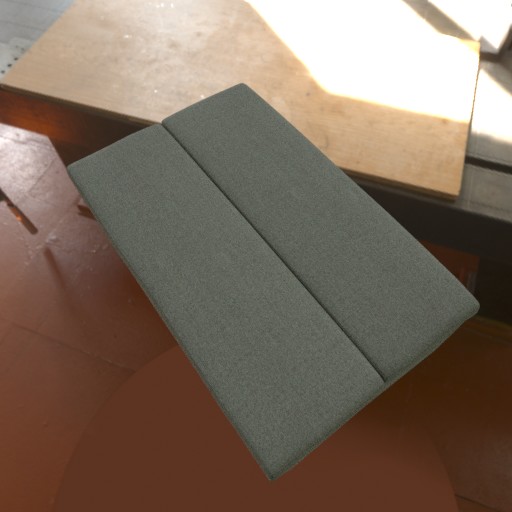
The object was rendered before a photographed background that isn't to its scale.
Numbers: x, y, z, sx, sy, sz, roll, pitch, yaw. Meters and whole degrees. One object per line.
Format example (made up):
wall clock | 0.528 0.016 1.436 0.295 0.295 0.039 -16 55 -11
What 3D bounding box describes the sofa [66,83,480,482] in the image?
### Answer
sofa | 0.000 0.000 1.604 0.817 0.434 1.250 -32 64 -17
